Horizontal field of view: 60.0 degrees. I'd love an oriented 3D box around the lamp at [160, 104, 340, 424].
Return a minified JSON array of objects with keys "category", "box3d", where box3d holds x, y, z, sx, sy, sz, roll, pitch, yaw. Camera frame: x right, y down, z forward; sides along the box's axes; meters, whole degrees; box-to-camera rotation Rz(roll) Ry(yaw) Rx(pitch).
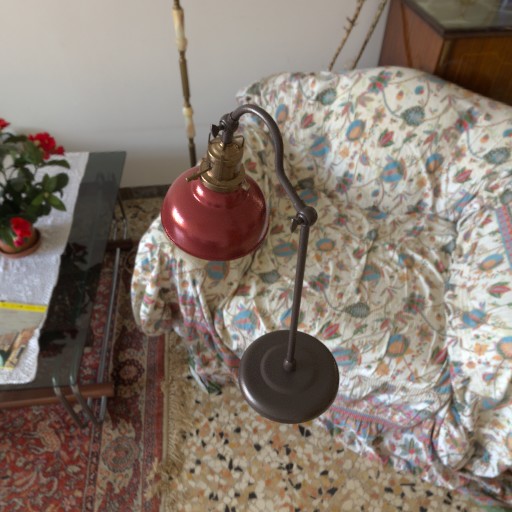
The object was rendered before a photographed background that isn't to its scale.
[{"category":"lamp","box3d":[0.000,0.000,0.708,0.192,0.508,0.374,-33,54,-28]}]
